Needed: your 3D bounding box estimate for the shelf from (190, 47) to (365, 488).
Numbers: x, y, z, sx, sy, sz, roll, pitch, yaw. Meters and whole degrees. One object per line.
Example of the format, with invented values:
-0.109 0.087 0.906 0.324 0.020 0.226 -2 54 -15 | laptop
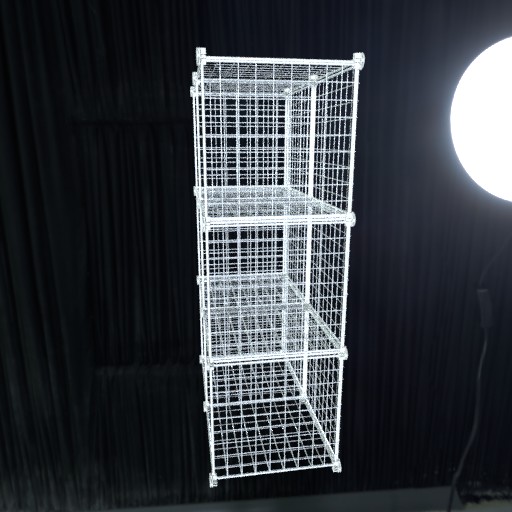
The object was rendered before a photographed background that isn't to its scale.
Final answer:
0.000 0.000 1.389 0.356 1.067 0.711 -2 15 -9 | shelf
